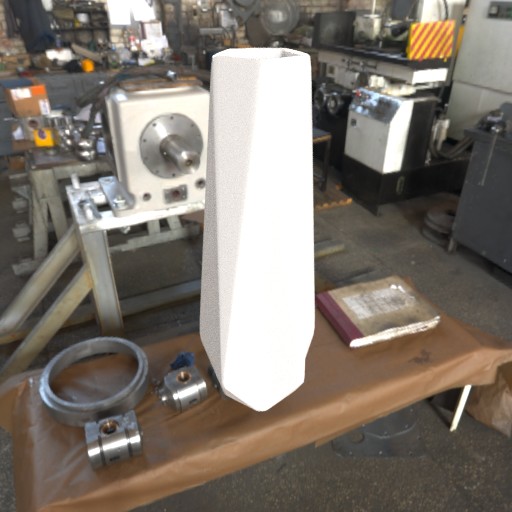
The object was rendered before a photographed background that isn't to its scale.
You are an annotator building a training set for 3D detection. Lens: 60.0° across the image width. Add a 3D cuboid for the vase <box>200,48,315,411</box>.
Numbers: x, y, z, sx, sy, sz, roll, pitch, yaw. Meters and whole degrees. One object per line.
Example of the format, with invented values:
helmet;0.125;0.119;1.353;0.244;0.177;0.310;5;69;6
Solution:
vase;0.000;0.000;0.394;0.122;0.329;0.116;18;36;27
